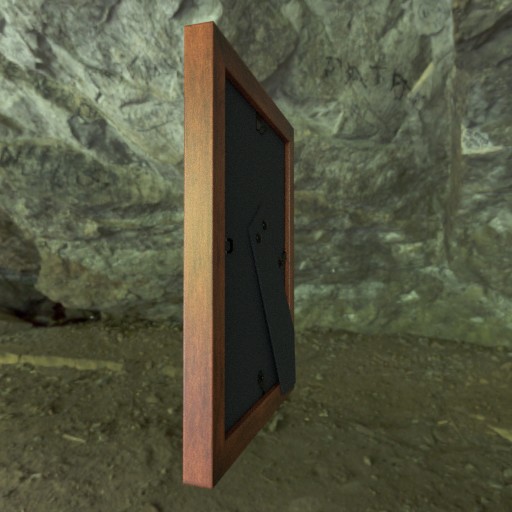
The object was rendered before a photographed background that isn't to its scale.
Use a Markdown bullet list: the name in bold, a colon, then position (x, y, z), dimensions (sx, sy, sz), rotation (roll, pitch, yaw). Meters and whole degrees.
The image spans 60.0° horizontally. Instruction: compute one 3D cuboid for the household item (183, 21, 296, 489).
- **household item**: position (0.000, 0.000, 0.334), dimensions (0.020, 0.250, 0.200), rotation (0, -1, 17)
